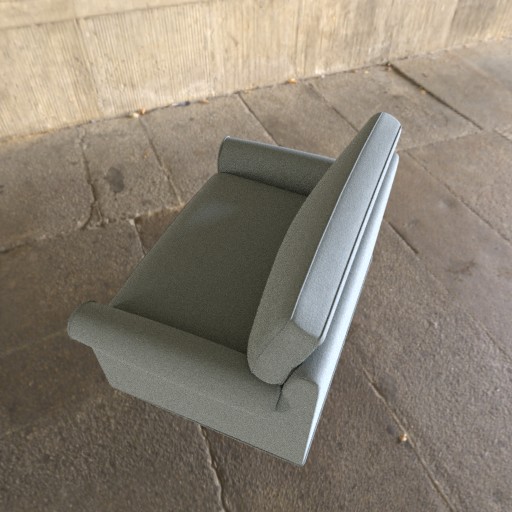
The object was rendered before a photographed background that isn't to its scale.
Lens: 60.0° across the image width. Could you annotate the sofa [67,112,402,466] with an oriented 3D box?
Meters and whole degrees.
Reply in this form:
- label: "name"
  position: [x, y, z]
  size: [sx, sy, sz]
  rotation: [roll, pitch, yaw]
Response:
- label: "sofa"
  position: [0.000, 0.000, 1.989]
  size: [0.940, 0.953, 1.410]
  rotation: [17, 48, 16]
